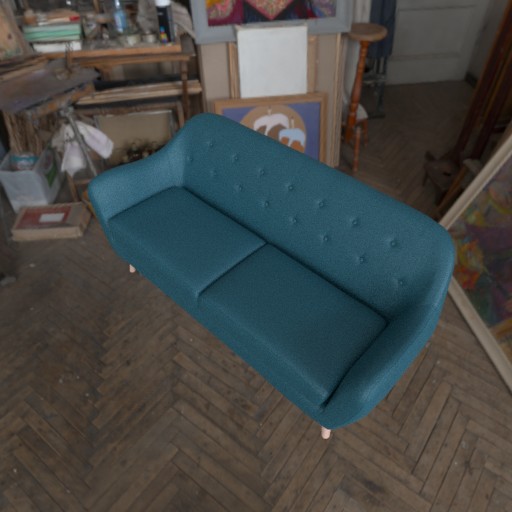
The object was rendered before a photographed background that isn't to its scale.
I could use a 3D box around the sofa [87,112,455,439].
[{"bbox_3d":[0.000,0.000,2.297,1.840,0.836,0.820,34,54,29],"label":"sofa"}]
